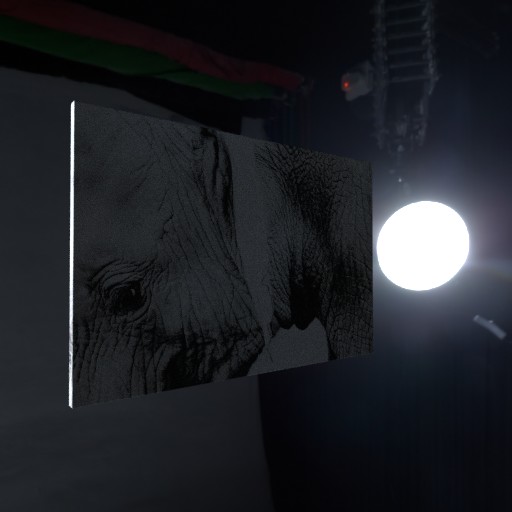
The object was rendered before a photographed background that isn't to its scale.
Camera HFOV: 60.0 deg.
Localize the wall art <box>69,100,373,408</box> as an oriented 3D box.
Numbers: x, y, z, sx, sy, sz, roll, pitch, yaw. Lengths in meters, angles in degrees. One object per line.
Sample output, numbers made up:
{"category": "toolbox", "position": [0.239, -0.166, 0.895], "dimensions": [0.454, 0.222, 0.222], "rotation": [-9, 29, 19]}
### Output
{"category": "wall art", "position": [0.000, 0.000, 1.154], "dimensions": [0.914, 0.607, 0.023], "rotation": [1, -1, -37]}
